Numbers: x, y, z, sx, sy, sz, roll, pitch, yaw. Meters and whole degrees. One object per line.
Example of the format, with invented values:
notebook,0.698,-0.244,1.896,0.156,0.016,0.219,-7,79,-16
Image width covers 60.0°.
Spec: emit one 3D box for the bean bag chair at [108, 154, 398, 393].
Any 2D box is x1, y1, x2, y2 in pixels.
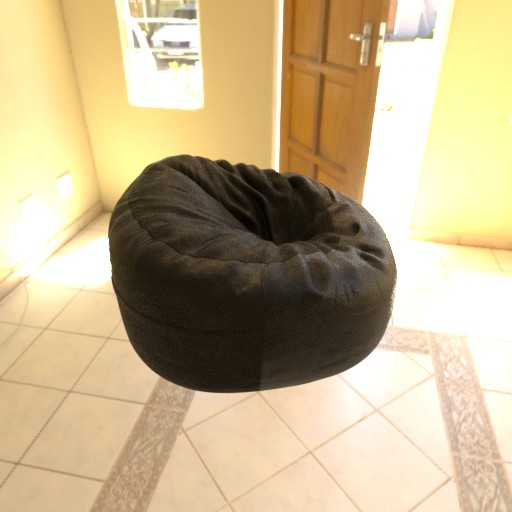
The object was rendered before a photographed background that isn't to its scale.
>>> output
bean bag chair,0.000,0.000,2.473,1.524,0.878,1.524,1,31,2
